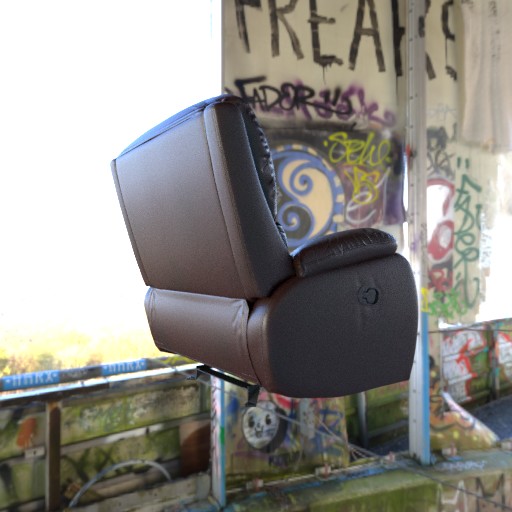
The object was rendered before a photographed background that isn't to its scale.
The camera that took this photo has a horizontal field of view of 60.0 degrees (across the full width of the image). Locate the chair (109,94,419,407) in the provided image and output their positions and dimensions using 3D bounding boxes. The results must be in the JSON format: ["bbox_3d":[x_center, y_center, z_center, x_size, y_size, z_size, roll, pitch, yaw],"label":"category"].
[{"bbox_3d":[0.000,0.000,1.765,0.899,1.011,0.930,0,-1,-36],"label":"chair"}]
